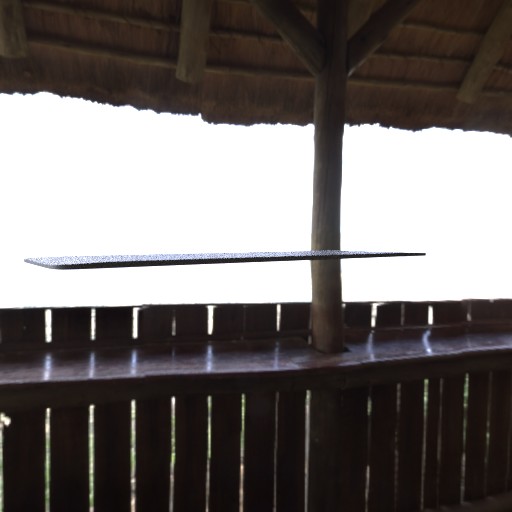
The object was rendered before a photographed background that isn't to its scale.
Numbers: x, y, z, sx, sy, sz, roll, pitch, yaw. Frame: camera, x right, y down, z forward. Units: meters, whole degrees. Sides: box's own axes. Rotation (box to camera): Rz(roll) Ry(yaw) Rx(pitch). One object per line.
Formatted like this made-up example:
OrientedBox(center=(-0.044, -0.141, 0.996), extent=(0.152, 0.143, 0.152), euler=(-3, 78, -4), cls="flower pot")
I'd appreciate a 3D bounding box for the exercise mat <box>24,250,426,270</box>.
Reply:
OrientedBox(center=(0.000, 0.000, 2.076), extent=(1.884, 0.021, 0.616), euler=(-2, 3, -36), cls="exercise mat")
